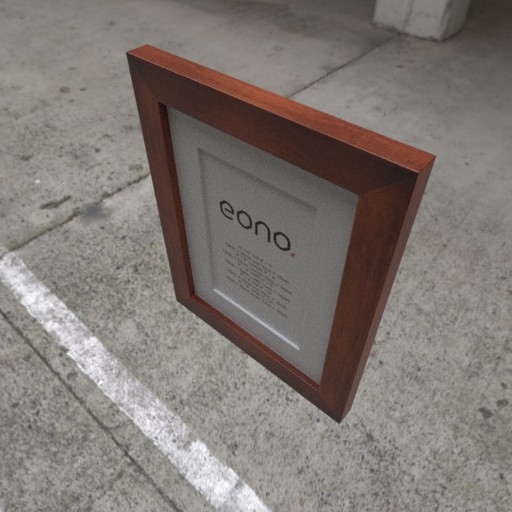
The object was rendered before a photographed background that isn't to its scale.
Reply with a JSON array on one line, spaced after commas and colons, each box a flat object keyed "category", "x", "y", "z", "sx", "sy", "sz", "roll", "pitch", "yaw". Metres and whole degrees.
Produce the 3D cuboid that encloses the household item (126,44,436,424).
[{"category": "household item", "x": 0.000, "y": 0.000, "z": 0.329, "sx": 0.200, "sy": 0.250, "sz": 0.020, "roll": 32, "pitch": 53, "yaw": 27}]
